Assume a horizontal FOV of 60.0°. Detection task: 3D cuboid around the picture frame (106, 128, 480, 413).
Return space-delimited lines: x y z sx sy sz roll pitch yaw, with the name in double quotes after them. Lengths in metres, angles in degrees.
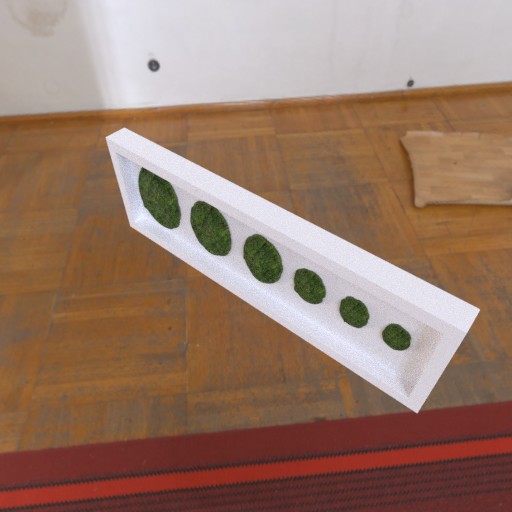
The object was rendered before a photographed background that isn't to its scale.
0.000 0.000 0.856 0.759 0.250 0.050 30 54 26 "picture frame"
